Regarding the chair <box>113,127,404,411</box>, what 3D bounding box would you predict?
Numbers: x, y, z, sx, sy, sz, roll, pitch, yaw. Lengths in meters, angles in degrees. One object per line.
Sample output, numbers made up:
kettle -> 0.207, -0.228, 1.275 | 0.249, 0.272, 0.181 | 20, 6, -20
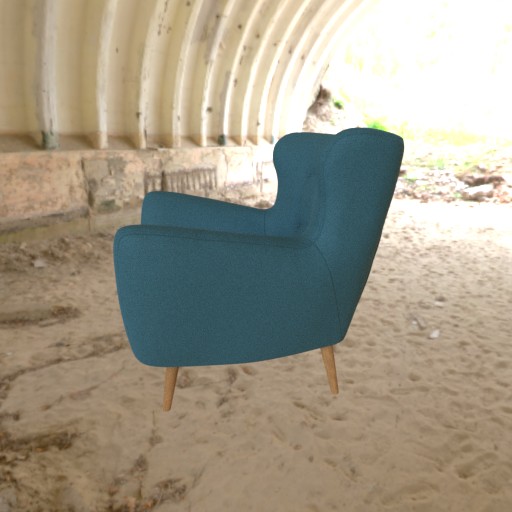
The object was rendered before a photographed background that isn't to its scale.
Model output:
chair -> 0.000, 0.000, 1.625 | 0.889, 0.889, 0.890 | -2, 15, -8
